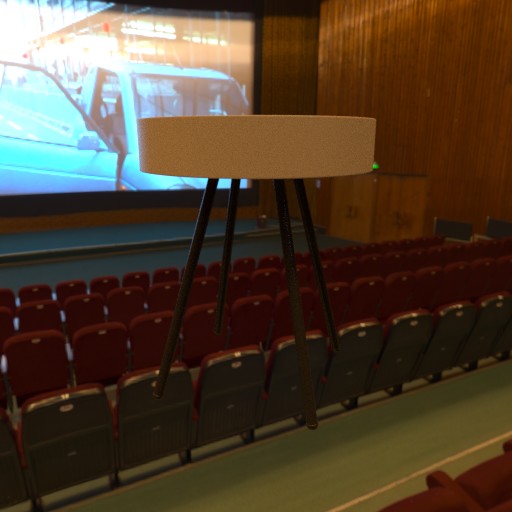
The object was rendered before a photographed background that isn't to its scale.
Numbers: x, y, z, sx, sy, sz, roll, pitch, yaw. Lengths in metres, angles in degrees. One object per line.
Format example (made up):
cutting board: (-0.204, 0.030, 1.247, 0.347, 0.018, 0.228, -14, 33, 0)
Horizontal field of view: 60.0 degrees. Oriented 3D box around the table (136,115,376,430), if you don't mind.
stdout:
table: (0.000, 0.000, 0.895, 0.450, 0.525, 0.450, 0, 15, 0)
